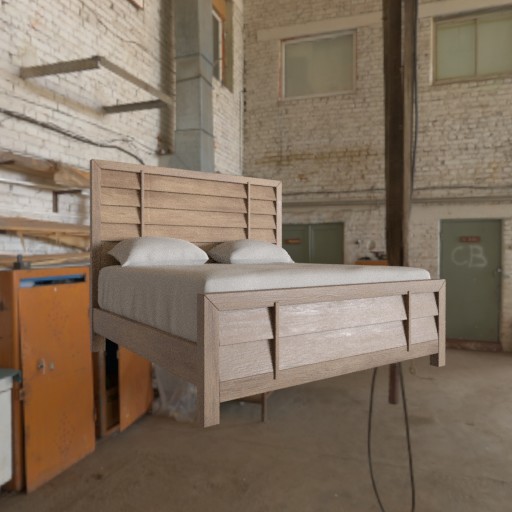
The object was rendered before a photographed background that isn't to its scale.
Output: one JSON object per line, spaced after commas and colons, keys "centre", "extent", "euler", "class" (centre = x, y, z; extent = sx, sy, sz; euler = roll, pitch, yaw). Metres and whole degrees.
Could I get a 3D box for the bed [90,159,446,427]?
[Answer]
{"centre": [0.000, 0.000, 3.531], "extent": [2.032, 1.626, 2.032], "euler": [0, 1, -35], "class": "bed"}
